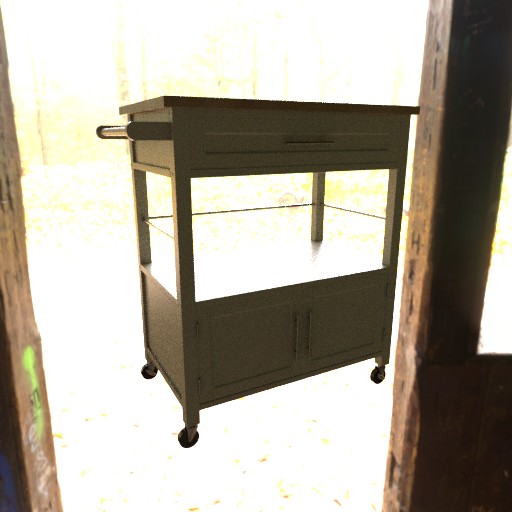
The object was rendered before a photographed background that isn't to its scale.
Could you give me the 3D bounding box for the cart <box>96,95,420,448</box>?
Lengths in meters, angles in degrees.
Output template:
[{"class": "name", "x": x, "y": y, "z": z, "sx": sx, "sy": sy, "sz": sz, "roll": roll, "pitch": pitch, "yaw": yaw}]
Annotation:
[{"class": "cart", "x": 0.000, "y": 0.000, "z": 1.404, "sx": 0.840, "sy": 0.901, "sz": 0.459, "roll": -8, "pitch": 17, "yaw": -27}]
